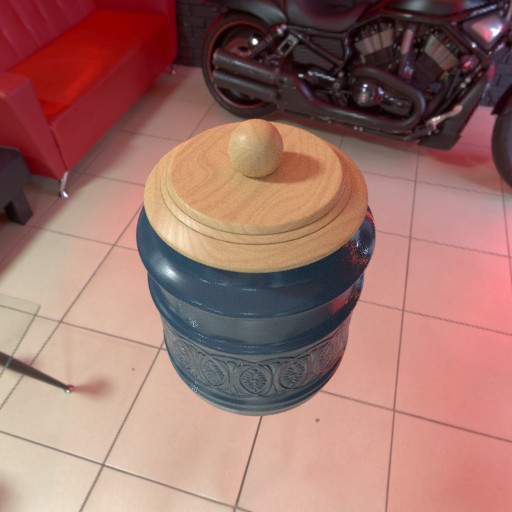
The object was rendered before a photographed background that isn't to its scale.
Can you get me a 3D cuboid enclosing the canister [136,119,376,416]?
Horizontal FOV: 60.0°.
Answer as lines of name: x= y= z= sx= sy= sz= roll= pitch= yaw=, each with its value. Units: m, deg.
canister: x=0.000 y=0.000 z=0.265 sx=0.130 sy=0.176 sz=0.130 roll=0 pitch=48 yaw=0
